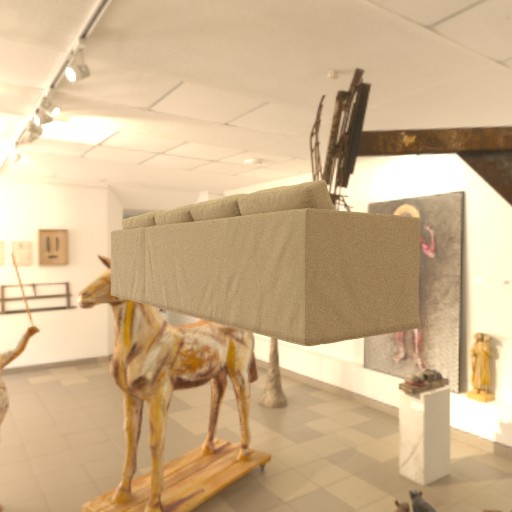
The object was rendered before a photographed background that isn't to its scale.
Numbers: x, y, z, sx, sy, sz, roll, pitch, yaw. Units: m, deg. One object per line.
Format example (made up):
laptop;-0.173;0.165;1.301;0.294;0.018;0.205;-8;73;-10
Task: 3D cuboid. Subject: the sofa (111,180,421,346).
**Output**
sofa;0.000;0.000;3.931;1.622;0.867;3.177;0;1;-35
